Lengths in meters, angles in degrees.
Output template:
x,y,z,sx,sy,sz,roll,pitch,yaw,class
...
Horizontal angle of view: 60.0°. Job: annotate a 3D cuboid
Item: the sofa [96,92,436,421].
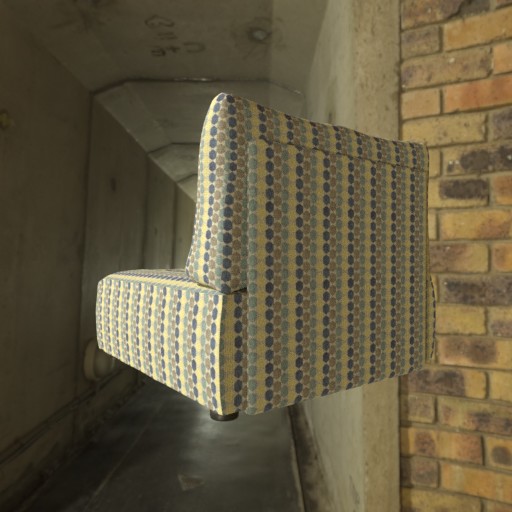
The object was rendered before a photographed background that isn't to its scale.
x,y,z,sx,sy,sz,roll,pitch,yaw,class
0.000,0.000,1.726,0.930,0.830,1.000,0,0,-37,sofa
